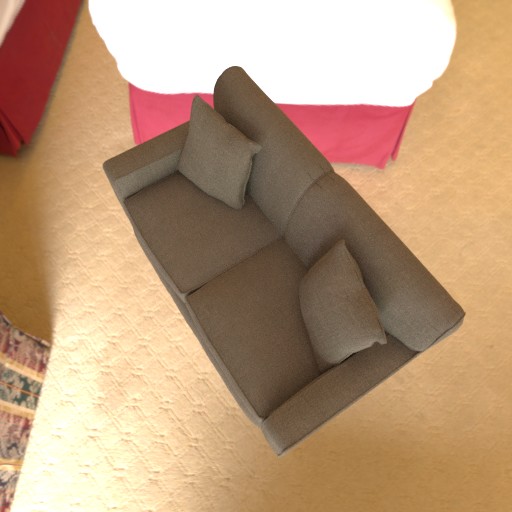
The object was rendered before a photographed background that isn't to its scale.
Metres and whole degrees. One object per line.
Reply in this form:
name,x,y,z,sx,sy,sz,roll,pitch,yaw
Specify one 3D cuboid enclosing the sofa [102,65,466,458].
sofa,0.000,0.000,2.463,1.000,0.958,1.846,-31,67,-14
